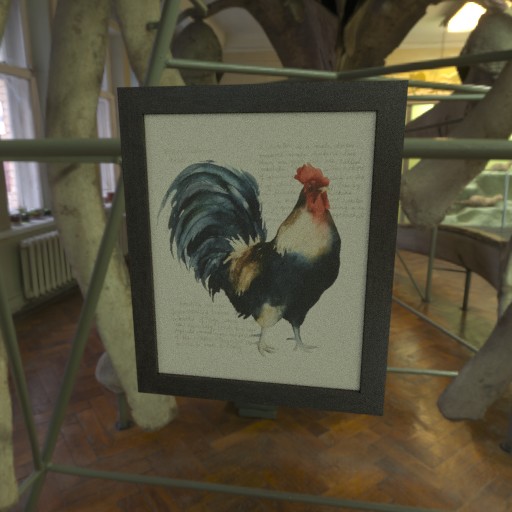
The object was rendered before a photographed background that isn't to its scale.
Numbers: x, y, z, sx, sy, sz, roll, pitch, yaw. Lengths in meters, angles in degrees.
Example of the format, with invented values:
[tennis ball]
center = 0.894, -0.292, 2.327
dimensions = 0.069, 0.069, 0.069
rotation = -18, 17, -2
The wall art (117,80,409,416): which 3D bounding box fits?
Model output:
[wall art]
center = 0.000, 0.000, 0.799
dimensions = 0.479, 0.580, 0.027
rotation = 2, 14, 10
